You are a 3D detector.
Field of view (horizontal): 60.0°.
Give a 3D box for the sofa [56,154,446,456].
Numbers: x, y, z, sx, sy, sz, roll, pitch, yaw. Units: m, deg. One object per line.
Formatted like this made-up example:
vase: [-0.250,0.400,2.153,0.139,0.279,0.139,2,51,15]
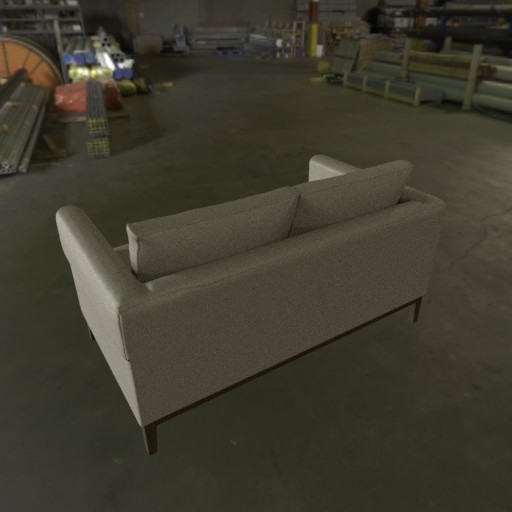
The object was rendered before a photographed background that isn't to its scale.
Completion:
sofa: [0.000,0.000,2.149,1.598,0.873,0.899,-18,34,-28]
